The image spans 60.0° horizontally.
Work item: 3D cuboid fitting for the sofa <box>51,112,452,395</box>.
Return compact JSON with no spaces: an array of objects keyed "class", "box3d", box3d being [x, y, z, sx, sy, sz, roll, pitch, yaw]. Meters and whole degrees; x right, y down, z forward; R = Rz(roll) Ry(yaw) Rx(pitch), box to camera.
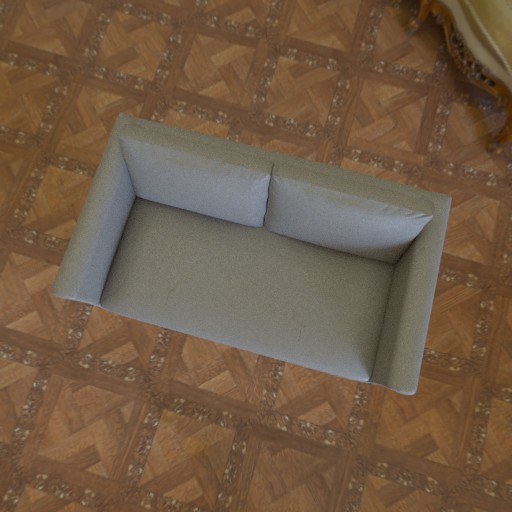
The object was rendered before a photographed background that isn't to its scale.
[{"class":"sofa","box3d":[0.000,0.000,2.162,1.598,0.873,0.899,15,77,3]}]
